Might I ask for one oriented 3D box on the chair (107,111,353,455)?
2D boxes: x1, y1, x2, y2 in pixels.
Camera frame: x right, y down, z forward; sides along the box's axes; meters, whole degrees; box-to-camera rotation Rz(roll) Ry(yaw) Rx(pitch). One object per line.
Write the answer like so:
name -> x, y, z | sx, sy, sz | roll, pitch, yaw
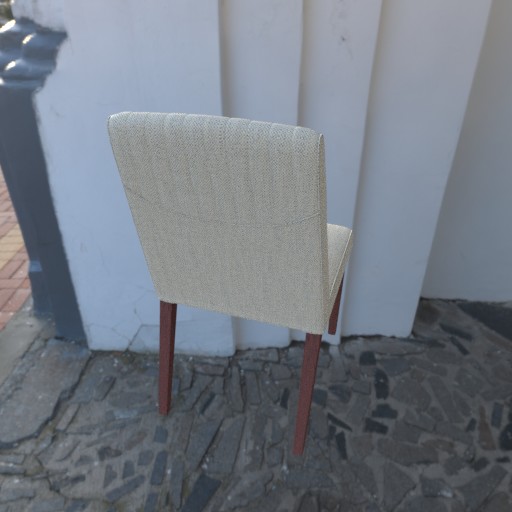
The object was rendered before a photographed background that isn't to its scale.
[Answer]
chair -> 0.000, 0.000, 1.249 | 0.480, 0.900, 0.594 | 10, 33, 16
